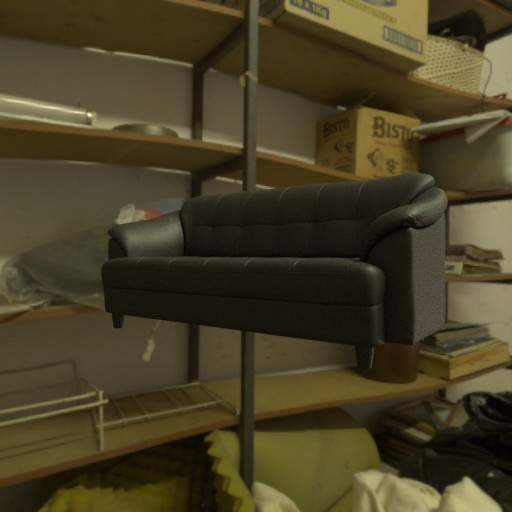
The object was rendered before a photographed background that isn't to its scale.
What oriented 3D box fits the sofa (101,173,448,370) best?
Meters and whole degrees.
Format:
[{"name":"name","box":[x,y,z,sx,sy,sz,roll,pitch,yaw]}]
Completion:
[{"name":"sofa","box":[0.000,0.000,2.302,1.829,0.811,0.800,0,0,37]}]
